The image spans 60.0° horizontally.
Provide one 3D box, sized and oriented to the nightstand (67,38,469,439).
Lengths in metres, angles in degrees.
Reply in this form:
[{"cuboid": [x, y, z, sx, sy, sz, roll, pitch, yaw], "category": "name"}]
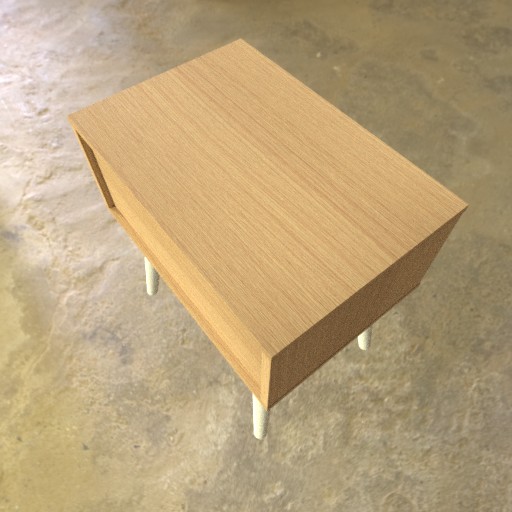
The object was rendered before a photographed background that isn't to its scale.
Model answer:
[{"cuboid": [0.000, 0.000, 0.987, 0.407, 0.610, 0.571, -34, 63, -20], "category": "nightstand"}]
